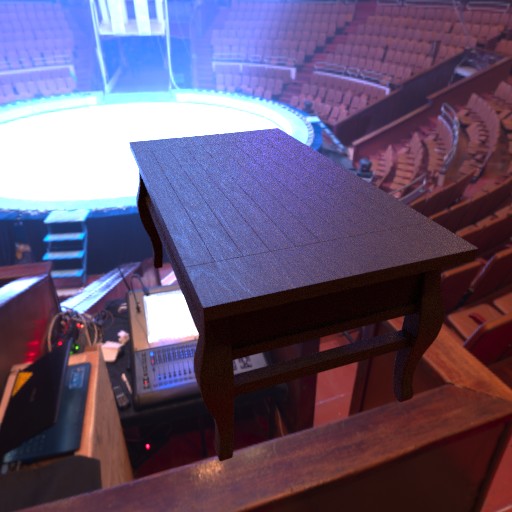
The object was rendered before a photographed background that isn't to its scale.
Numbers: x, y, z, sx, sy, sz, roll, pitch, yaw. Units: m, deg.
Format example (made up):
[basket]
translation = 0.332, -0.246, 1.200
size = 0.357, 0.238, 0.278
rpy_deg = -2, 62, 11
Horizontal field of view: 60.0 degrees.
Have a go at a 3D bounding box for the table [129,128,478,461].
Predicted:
[table]
translation = 0.000, 0.000, 1.380
size = 0.600, 0.494, 1.062
rpy_deg = -11, 32, -18
